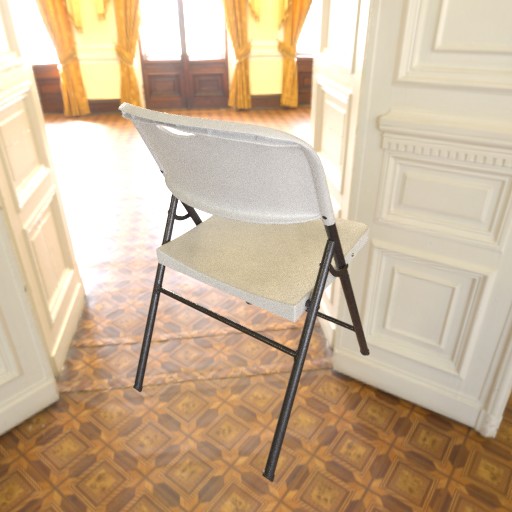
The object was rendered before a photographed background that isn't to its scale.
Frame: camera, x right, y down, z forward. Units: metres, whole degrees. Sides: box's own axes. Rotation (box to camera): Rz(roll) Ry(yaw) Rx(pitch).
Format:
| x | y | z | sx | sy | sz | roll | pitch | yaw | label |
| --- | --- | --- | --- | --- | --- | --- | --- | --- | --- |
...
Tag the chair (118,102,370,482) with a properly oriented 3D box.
| x | y | z | sx | sy | sz | roll | pitch | yaw | label |
| --- | --- | --- | --- | --- | --- | --- | --- | --- | --- |
| 0.000 | 0.000 | 1.147 | 0.494 | 0.810 | 0.566 | 20 | 35 | 31 | chair |
